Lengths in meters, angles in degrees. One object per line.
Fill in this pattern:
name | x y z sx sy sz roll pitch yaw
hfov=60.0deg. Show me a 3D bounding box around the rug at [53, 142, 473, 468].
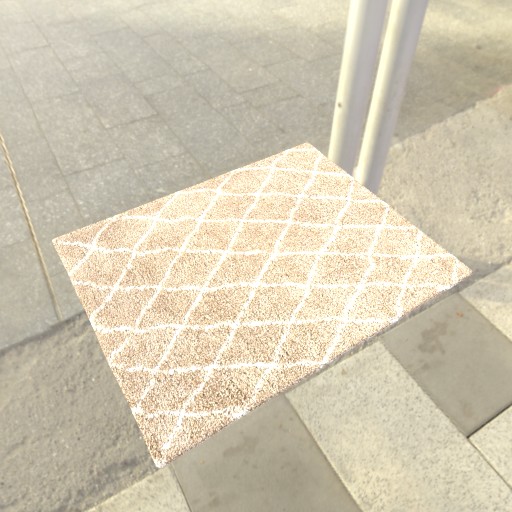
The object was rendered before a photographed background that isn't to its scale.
rug | 0.000 0.000 4.072 3.047 0.029 2.438 -25 52 -21
